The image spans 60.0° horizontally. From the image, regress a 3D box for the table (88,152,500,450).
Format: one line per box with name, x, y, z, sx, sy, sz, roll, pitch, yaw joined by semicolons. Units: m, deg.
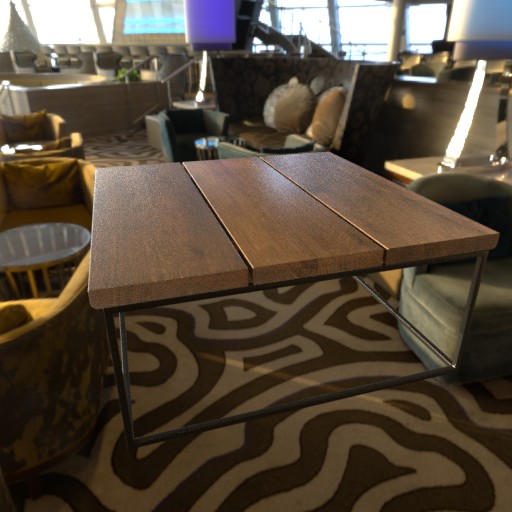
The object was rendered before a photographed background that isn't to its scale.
table;0.000;0.000;1.376;0.900;0.400;0.900;-8;27;-16
